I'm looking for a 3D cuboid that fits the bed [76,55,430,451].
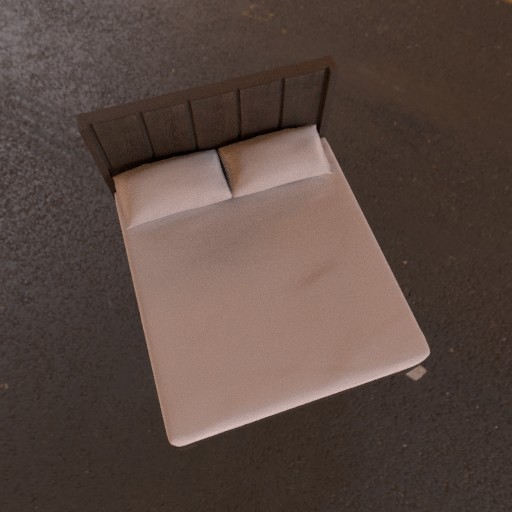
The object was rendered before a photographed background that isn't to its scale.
[{"bbox_3d":[0.000,0.000,3.053,1.735,1.261,1.992,-16,66,-8],"label":"bed"}]
